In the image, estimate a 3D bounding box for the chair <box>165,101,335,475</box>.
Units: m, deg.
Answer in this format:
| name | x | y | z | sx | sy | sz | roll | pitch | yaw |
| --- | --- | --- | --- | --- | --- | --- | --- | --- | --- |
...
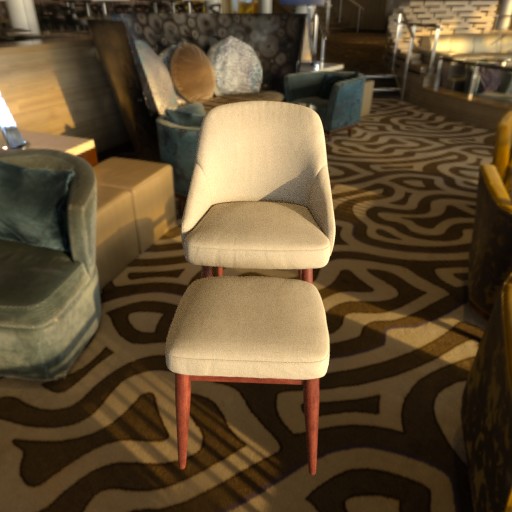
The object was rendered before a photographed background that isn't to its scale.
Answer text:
| name | x | y | z | sx | sy | sz | roll | pitch | yaw |
| --- | --- | --- | --- | --- | --- | --- | --- | --- | --- |
| chair | 0.000 | 0.000 | 1.594 | 0.584 | 0.866 | 1.114 | 1 | 30 | 2 |
